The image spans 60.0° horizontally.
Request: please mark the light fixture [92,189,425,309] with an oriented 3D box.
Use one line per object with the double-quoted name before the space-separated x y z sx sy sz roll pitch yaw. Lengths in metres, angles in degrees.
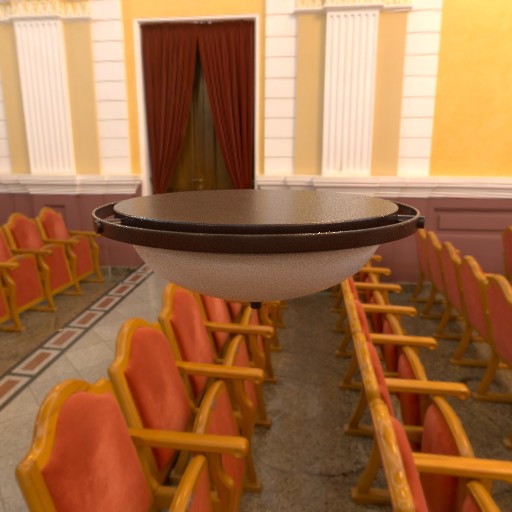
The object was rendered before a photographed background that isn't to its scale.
"light fixture" 0.000 0.000 0.532 0.361 0.130 0.361 0 14 0
